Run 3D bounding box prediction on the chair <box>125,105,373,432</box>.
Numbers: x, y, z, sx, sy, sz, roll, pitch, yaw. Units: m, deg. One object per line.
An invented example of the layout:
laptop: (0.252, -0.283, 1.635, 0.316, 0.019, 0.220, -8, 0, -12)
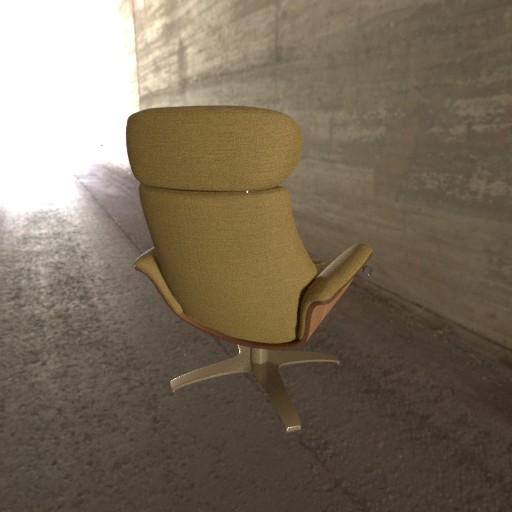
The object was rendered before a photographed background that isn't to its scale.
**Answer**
chair: (0.000, 0.000, 1.600, 0.785, 0.995, 0.837, 8, 18, 27)
